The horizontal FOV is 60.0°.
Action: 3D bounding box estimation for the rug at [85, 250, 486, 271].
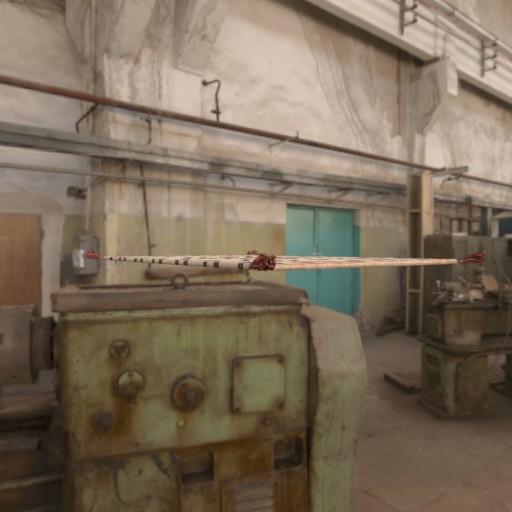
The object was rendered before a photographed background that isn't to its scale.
[{"bbox_3d":[0.000,0.000,2.628,1.444,0.067,2.069,-1,1,-36],"label":"rug"}]
